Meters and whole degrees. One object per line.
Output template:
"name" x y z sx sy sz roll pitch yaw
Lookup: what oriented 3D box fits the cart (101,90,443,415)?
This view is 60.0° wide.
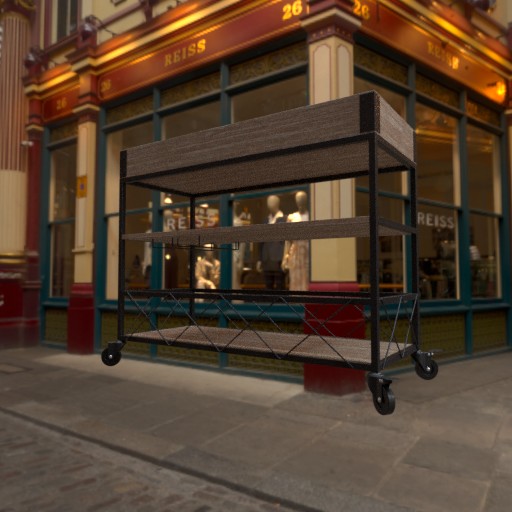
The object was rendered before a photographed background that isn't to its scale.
"cart" 0.000 0.000 1.519 1.101 0.787 0.500 -2 -3 34
